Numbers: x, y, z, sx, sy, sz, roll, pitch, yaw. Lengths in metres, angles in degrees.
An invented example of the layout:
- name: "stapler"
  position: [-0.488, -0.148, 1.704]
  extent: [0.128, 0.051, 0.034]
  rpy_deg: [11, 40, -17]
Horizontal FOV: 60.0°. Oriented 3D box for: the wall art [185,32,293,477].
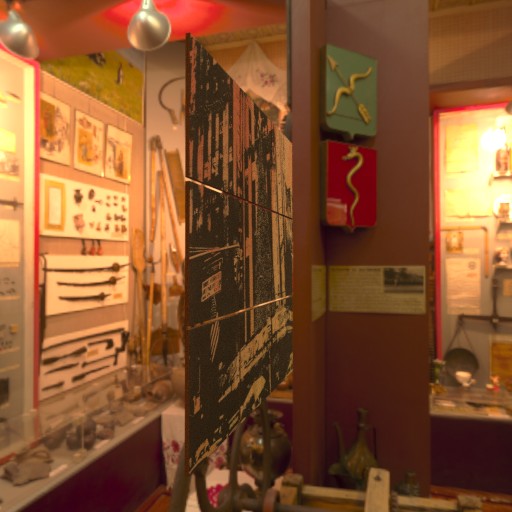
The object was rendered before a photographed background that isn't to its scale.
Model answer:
- name: "wall art"
  position: [0.000, 0.000, 1.793]
  extent: [0.013, 1.216, 1.216]
  rpy_deg: [0, -1, 18]
